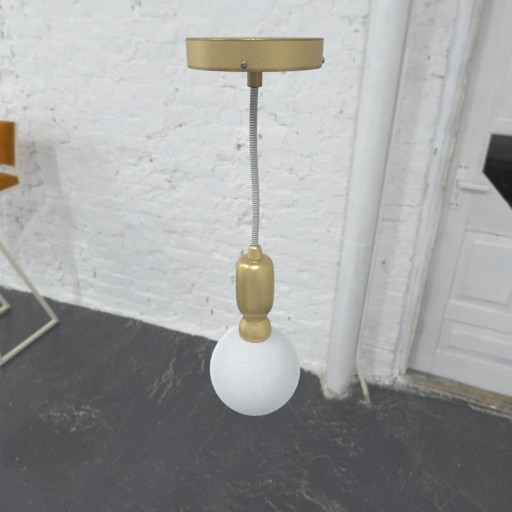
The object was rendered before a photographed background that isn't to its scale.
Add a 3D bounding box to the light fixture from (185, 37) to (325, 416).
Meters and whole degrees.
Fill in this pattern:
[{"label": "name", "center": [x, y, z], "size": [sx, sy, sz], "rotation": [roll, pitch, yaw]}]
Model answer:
[{"label": "light fixture", "center": [0.000, 0.000, 0.577], "size": [0.146, 0.510, 0.147], "rotation": [0, 27, 0]}]
